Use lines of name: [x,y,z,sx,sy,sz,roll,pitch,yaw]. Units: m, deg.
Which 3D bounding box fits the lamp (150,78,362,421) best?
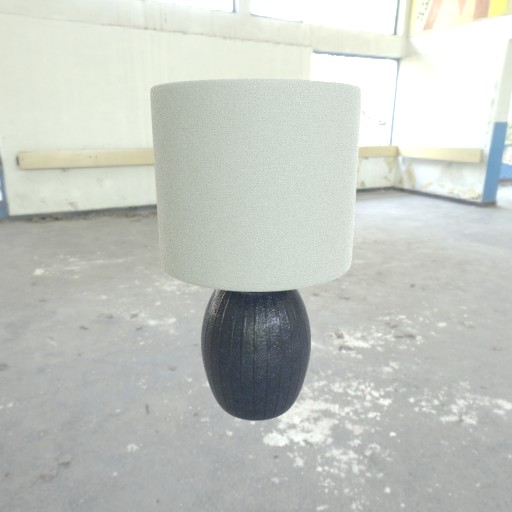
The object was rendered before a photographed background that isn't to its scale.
lamp: [0.000,0.000,0.778,0.329,0.570,0.329,-8,18,-25]
